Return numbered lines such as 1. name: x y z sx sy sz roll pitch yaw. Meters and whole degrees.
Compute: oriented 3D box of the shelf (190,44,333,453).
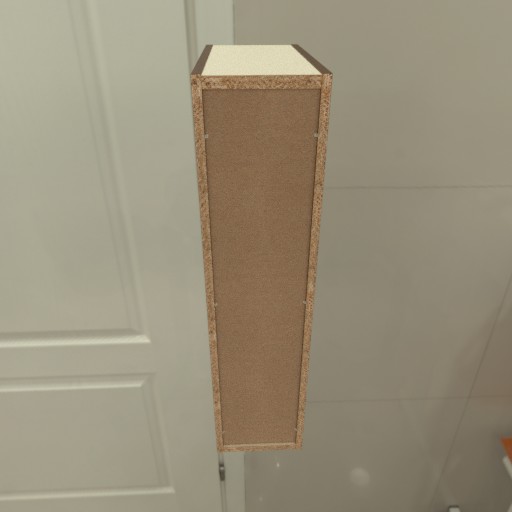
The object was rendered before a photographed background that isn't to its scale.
1. shelf: 0.000 0.000 0.724 0.147 0.600 0.290 -1 31 -2
